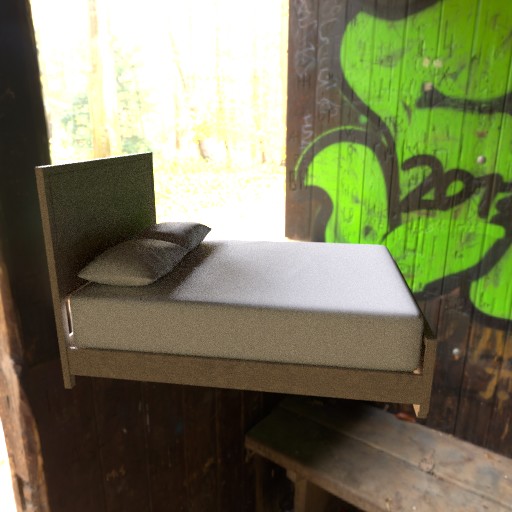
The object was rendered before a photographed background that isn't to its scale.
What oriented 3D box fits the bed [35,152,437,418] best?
[{"bbox_3d":[0.000,0.000,3.204,2.189,1.369,1.606,2,16,8],"label":"bed"}]
